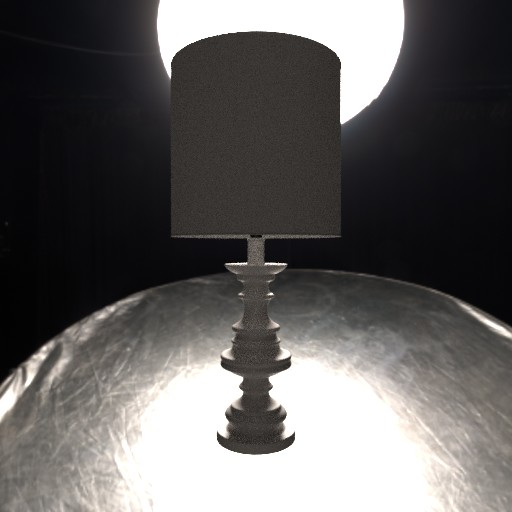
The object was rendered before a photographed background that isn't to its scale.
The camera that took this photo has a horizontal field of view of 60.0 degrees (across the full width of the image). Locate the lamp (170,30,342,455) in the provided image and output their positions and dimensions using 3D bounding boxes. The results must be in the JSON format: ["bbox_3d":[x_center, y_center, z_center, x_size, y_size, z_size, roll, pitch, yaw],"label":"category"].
[{"bbox_3d":[0.000,0.000,0.552,0.208,0.455,0.208,0,1,2],"label":"lamp"}]
